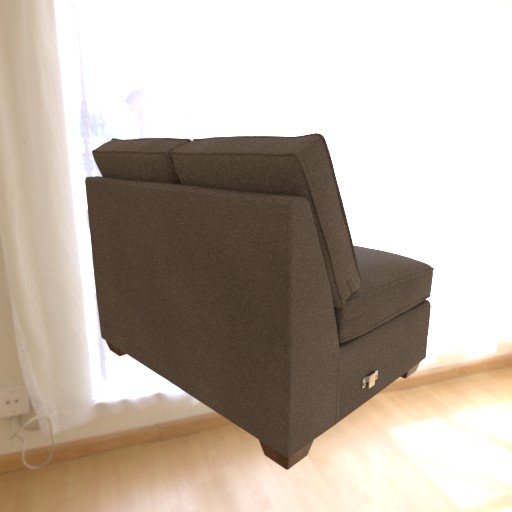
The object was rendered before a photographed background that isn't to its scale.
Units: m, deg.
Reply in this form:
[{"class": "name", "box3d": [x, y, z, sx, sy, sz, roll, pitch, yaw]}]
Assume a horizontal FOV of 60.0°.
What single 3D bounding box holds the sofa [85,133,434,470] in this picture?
[{"class": "sofa", "box3d": [0.000, 0.000, 1.950, 0.951, 1.008, 1.237, -13, 19, -43]}]
